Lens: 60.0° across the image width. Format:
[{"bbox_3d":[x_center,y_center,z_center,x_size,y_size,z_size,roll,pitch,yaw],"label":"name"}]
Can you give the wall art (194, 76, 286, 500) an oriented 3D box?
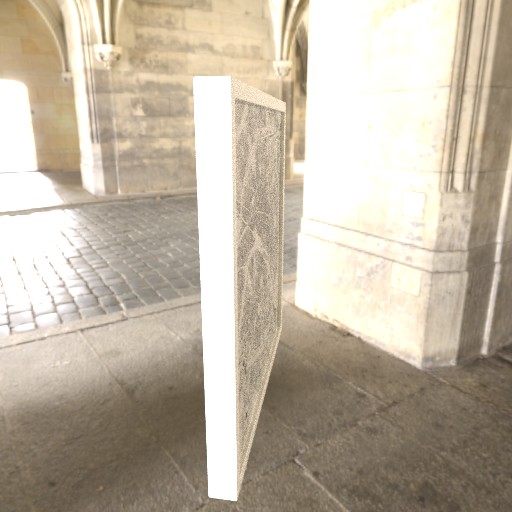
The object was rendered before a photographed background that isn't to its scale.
[{"bbox_3d":[0.000,0.000,0.739,0.038,0.508,0.508,3,17,9],"label":"wall art"}]
